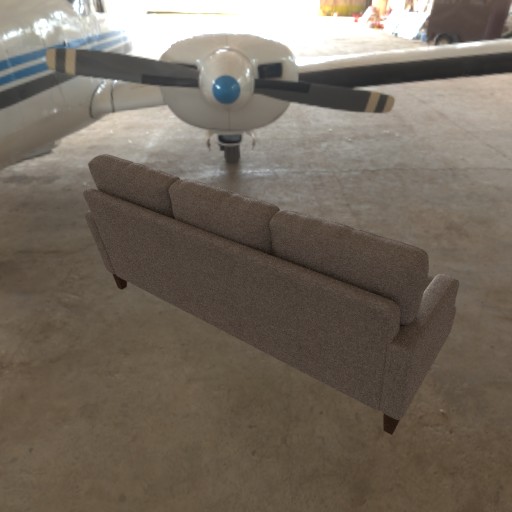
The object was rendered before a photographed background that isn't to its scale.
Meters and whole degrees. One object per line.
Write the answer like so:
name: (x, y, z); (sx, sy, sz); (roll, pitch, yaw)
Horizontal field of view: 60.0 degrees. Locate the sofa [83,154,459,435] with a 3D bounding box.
sofa: (0.000, 0.000, 2.583); (2.115, 0.984, 0.888); (21, 36, 31)
